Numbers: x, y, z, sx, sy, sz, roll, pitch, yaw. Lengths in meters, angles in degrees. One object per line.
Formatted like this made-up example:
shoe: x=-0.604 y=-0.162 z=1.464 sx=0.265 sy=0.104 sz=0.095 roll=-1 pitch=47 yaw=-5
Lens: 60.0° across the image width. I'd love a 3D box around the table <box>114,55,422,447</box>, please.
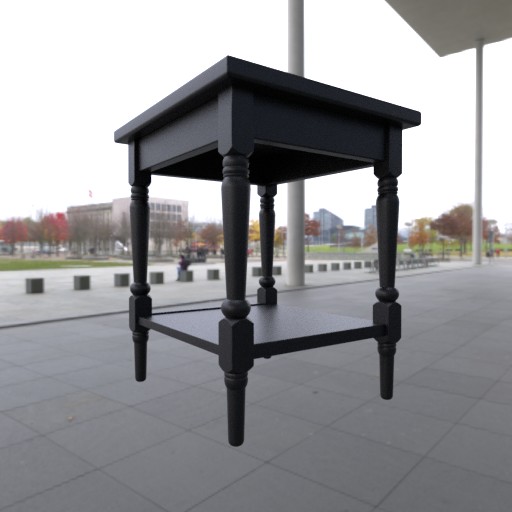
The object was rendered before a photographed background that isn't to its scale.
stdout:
table: x=0.000 y=0.000 z=0.934 sx=0.442 sy=0.565 sz=0.488 roll=-1 pitch=1 yaw=-35
